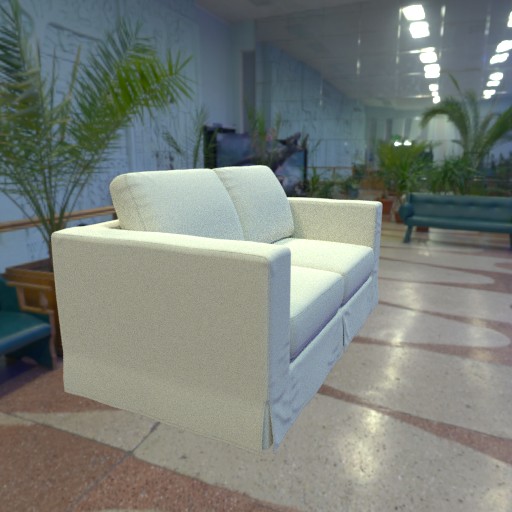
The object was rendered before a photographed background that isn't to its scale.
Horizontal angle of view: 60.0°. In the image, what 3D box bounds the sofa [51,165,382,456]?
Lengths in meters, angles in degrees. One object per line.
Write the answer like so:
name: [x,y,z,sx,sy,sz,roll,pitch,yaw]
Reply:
sofa: [0.000,0.000,2.400,1.009,0.932,1.813,6,14,26]
